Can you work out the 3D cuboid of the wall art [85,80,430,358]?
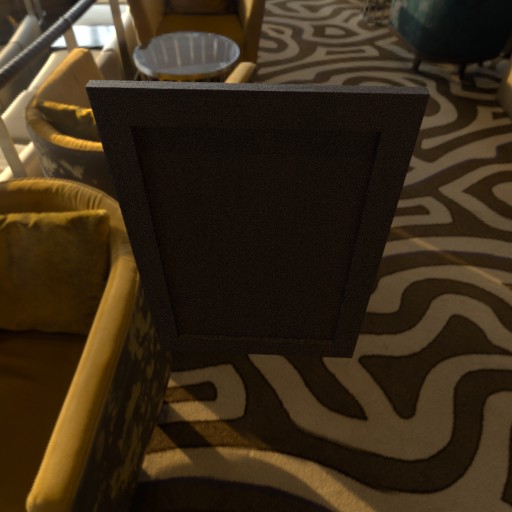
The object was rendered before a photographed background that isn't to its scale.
[{"bbox_3d":[0.000,0.000,0.651,0.359,0.513,0.017,2,46,2],"label":"wall art"}]
